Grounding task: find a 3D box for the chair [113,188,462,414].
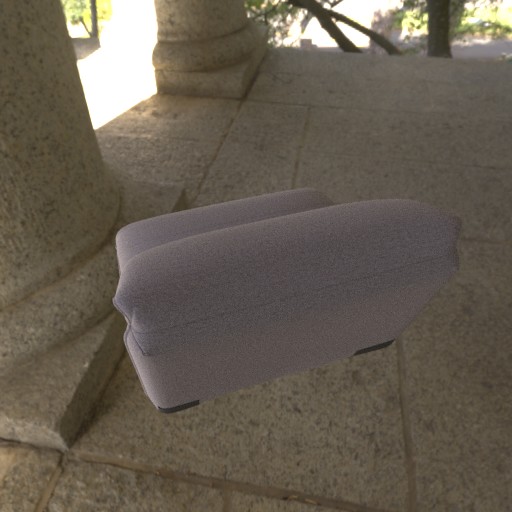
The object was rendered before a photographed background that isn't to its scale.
[{"bbox_3d":[0.000,0.000,1.343,0.820,0.580,0.780,-13,44,-14],"label":"chair"}]
